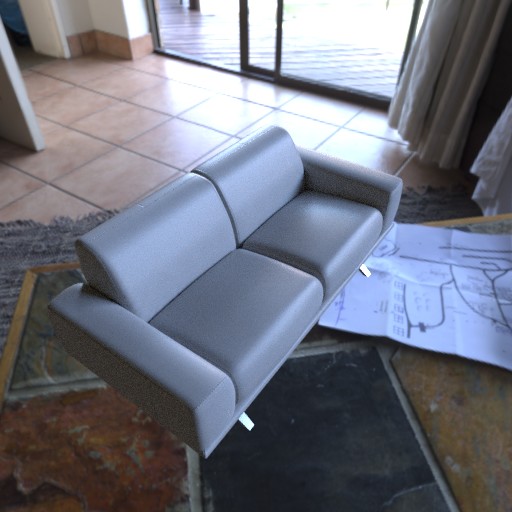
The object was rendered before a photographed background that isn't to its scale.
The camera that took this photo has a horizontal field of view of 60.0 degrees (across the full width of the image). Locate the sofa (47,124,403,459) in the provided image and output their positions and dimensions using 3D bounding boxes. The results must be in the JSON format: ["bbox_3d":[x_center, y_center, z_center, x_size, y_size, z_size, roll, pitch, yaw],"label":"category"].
[{"bbox_3d":[0.000,0.000,2.371,0.900,0.772,1.901,25,47,26],"label":"sofa"}]
